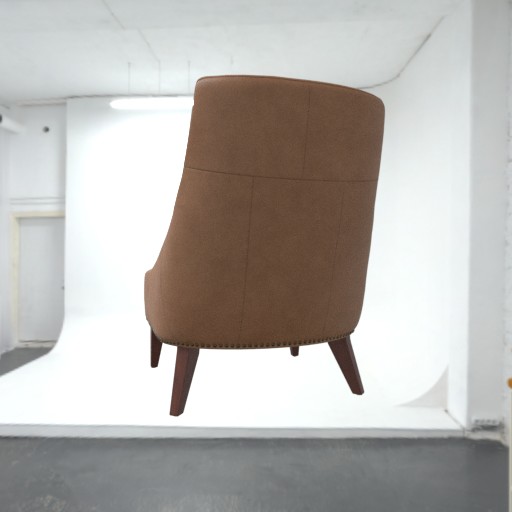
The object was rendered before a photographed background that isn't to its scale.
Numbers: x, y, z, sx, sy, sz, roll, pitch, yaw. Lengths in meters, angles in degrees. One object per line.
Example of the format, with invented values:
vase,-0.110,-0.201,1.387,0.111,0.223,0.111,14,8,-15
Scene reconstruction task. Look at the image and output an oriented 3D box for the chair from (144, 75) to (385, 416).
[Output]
chair,0.000,0.000,1.523,0.701,0.909,0.861,0,1,-18
